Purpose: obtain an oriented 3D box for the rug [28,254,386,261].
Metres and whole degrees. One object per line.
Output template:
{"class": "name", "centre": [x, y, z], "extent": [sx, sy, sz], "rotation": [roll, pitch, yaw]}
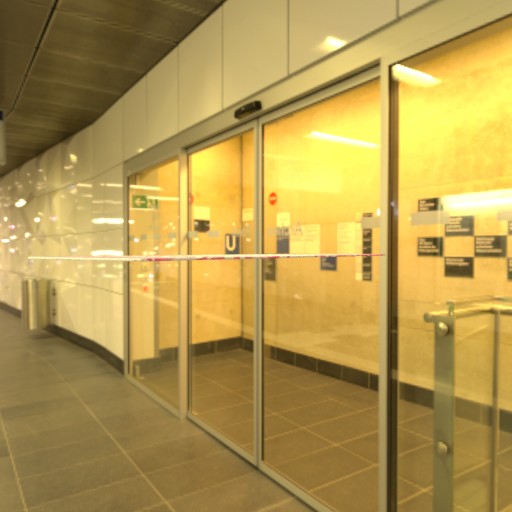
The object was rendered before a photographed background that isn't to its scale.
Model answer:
{"class": "rug", "centre": [0.000, 0.000, 2.774], "extent": [0.787, 0.011, 2.458], "rotation": [1, 1, 36]}
